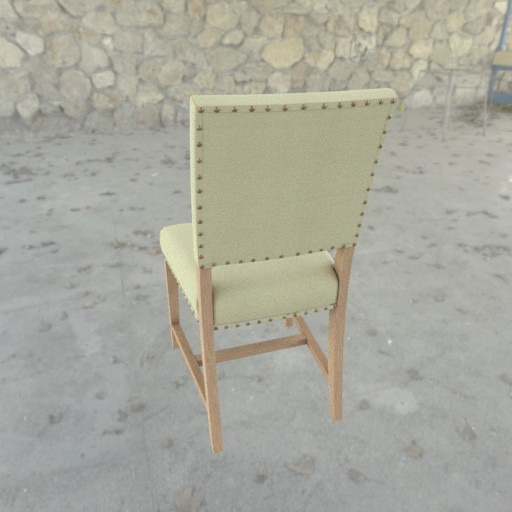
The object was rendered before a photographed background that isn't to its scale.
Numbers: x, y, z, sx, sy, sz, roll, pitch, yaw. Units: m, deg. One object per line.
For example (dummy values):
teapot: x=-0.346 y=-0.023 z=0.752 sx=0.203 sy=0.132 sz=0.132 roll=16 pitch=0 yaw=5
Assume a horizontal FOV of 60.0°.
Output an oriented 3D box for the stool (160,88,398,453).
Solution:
stool: x=0.000 y=0.000 z=1.331 sx=0.508 sy=0.986 sz=0.623 roll=-8 pitch=28 yaw=-16
